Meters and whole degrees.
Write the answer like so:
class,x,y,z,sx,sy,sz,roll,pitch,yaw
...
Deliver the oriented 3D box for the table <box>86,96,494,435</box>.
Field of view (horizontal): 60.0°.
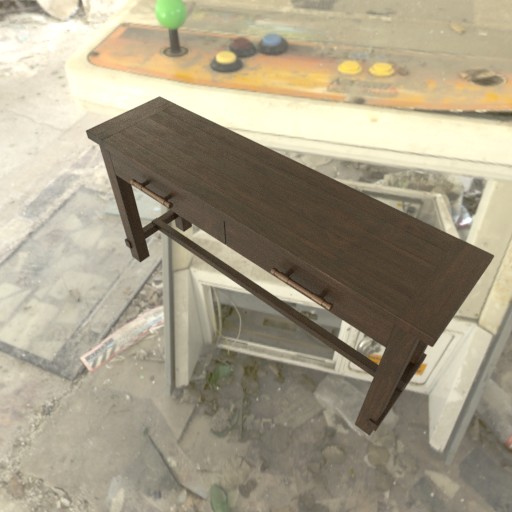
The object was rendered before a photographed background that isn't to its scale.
class,x,y,z,sx,sy,sz,roll,pitch,yaw
table,0.000,0.000,1.908,1.599,0.762,0.442,32,54,27
